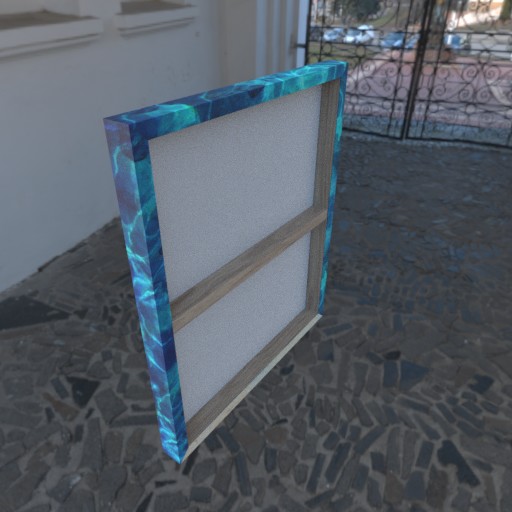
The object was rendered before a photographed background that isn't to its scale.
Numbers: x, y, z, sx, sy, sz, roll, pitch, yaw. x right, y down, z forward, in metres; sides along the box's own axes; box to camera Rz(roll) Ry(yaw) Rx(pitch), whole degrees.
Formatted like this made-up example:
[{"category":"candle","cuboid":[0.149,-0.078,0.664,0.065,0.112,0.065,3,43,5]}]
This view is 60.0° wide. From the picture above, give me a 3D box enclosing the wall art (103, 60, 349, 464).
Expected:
[{"category":"wall art","cuboid":[0.000,0.000,0.687,0.038,0.508,0.432,22,38,30]}]
